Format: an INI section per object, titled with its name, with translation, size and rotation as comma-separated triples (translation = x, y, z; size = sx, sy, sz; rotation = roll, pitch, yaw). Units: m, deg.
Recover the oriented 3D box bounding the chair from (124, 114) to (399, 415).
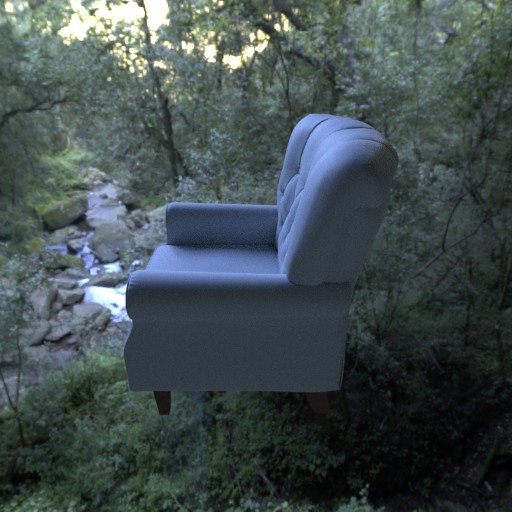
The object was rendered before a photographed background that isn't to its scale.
[chair]
translation = 0.000, 0.000, 2.110
size = 1.128, 1.217, 1.090
rotation = 0, 26, 0
